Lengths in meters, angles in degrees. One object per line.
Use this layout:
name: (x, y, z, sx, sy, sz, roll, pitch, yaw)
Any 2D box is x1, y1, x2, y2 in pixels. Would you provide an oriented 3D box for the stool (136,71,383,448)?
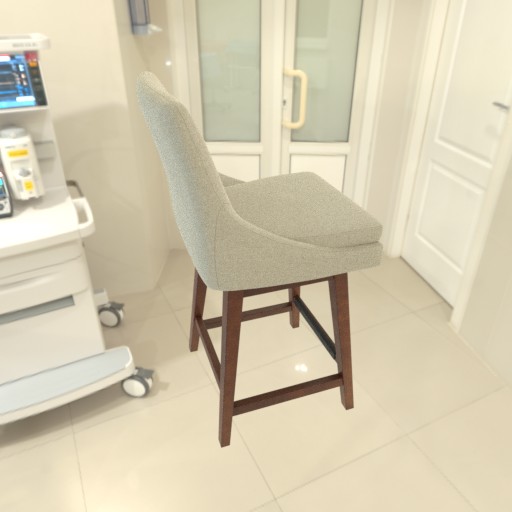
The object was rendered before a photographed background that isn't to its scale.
stool: (0.000, 0.000, 1.309, 0.559, 0.991, 0.469, -10, 32, -17)
